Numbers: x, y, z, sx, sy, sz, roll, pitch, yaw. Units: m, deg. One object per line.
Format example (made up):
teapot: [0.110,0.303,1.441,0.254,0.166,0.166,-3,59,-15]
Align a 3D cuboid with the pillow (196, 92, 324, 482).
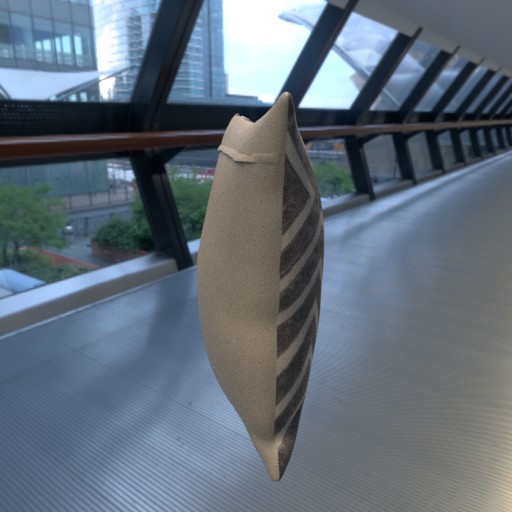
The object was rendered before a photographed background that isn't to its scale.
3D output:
pillow: [0.000,0.000,0.676,0.182,0.441,0.440,-2,16,-8]
